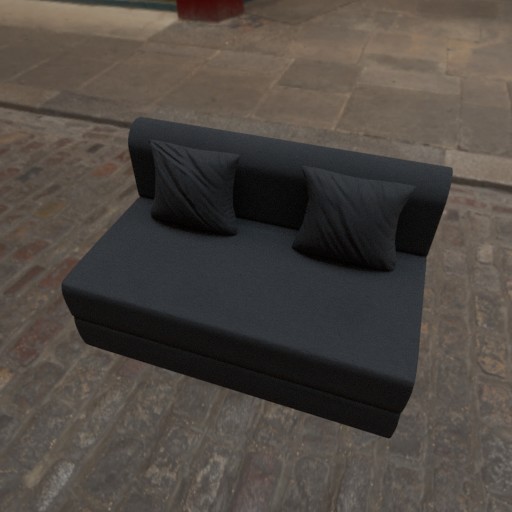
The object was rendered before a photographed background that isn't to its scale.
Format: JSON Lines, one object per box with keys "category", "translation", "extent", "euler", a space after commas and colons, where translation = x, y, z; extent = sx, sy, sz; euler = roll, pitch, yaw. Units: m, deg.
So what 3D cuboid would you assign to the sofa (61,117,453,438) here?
{"category": "sofa", "translation": [0.000, 0.000, 1.676], "extent": [1.225, 0.670, 0.762], "euler": [13, 44, 14]}
